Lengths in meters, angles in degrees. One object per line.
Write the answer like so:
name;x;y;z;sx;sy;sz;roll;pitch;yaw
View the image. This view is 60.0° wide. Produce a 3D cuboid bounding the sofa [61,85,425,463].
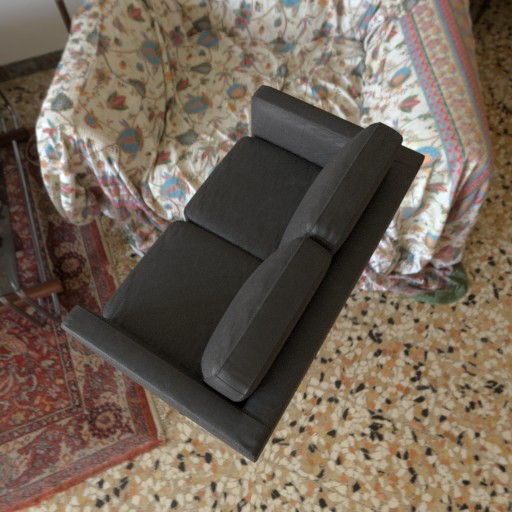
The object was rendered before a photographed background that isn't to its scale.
sofa;0.000;0.000;1.988;0.879;0.899;1.430;29;67;13
